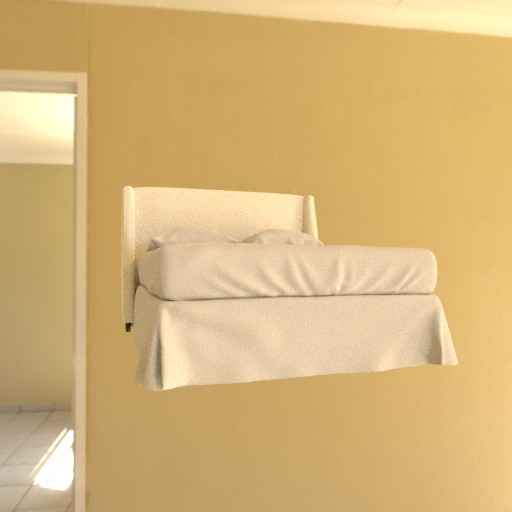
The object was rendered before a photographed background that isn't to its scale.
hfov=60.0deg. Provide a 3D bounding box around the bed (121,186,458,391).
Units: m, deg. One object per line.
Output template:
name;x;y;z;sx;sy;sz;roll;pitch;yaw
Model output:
bed;0.000;0.000;3.356;1.925;1.332;2.276;0;-1;-18
